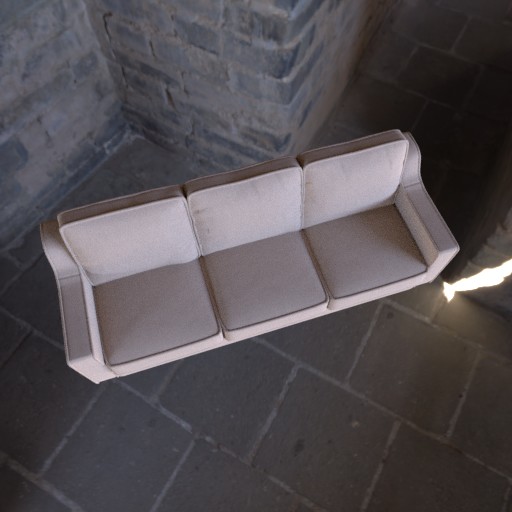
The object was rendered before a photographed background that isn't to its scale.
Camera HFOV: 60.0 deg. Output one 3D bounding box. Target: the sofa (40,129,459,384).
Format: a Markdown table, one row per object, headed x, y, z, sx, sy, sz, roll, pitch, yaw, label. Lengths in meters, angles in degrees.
| x | y | z | sx | sy | sz | roll | pitch | yaw | label |
| --- | --- | --- | --- | --- | --- | --- | --- | --- | --- |
| 0.000 | 0.000 | 2.544 | 2.131 | 0.902 | 0.791 | -16 | 63 | -8 | sofa |
